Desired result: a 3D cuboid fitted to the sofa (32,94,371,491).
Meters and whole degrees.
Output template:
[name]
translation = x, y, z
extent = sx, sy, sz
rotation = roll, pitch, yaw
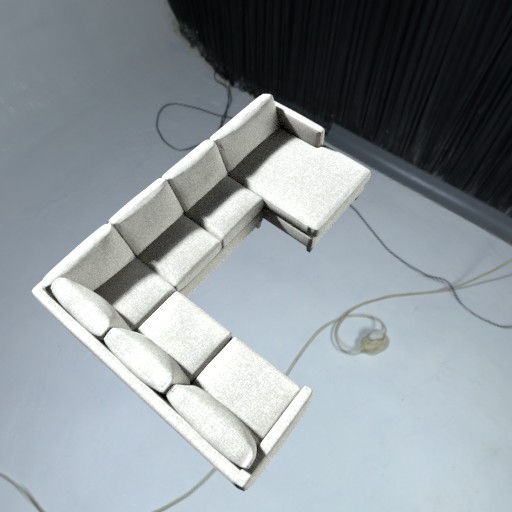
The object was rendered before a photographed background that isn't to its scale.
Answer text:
[sofa]
translation = 0.000, 0.000, 4.534
extent = 2.593, 0.959, 3.460
rotation = 35, 65, 19
